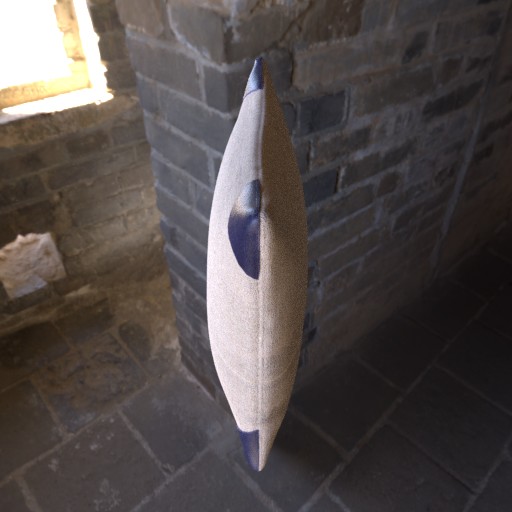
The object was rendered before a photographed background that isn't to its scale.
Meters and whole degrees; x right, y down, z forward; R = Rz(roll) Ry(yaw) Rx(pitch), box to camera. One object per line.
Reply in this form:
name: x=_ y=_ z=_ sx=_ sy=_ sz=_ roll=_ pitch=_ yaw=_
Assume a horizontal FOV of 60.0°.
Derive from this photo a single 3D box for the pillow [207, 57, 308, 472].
pillow: x=0.000 y=0.000 z=0.659 sx=0.147 sy=0.441 sz=0.440 roll=0 pitch=40 yaw=0
